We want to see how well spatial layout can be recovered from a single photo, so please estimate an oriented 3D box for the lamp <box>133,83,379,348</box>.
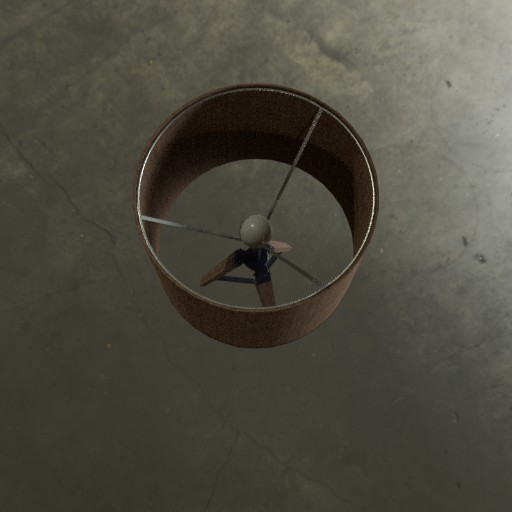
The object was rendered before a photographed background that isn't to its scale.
[{"bbox_3d":[0.000,0.000,0.694,0.290,0.514,0.290,0,75,0],"label":"lamp"}]
